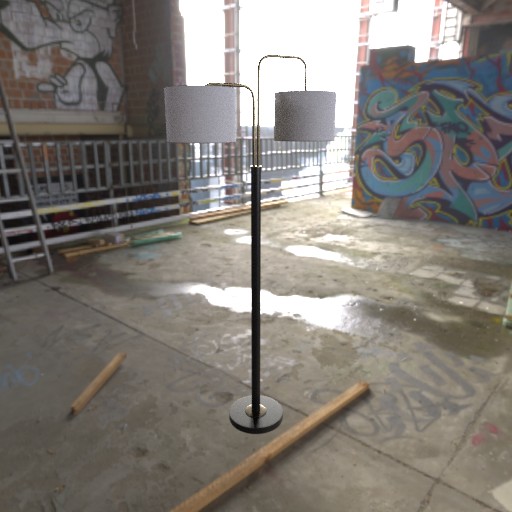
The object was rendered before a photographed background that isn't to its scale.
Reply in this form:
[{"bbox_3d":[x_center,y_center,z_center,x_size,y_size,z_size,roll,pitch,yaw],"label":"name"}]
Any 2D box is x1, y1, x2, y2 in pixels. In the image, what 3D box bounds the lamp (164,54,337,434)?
[{"bbox_3d":[0.000,0.000,1.882,0.711,1.587,0.254,-9,18,-27],"label":"lamp"}]
